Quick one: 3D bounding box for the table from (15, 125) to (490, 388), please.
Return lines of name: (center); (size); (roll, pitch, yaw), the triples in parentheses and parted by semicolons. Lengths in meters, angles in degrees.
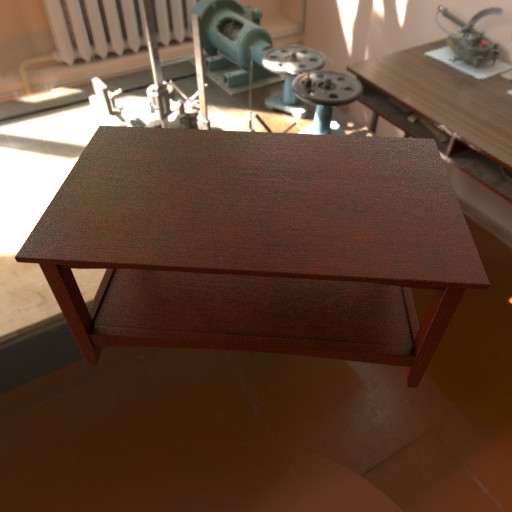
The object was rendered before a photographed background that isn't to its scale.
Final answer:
table: (0.000, 0.000, 1.219); (0.943, 0.456, 0.533); (3, 46, 3)
